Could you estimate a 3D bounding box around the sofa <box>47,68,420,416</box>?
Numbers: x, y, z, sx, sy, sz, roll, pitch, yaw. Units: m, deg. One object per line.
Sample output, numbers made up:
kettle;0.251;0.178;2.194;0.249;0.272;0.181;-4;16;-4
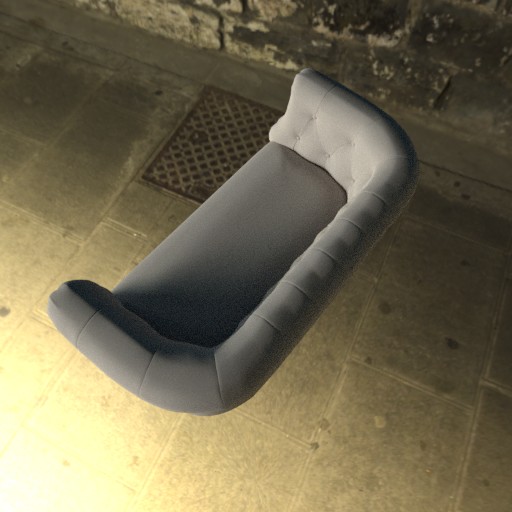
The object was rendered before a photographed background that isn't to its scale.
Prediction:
sofa;0.000;0.000;2.002;0.835;0.827;1.558;37;69;17
